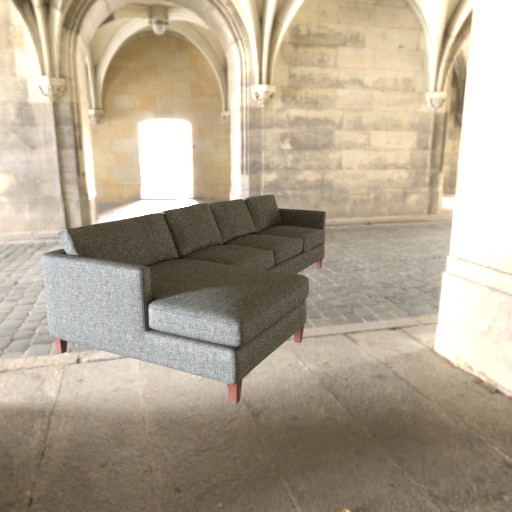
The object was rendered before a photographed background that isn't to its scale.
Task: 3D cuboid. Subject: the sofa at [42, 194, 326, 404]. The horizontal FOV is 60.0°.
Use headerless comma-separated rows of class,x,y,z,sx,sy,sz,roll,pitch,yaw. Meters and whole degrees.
sofa,0.000,0.000,4.260,1.635,0.960,3.485,6,14,27
